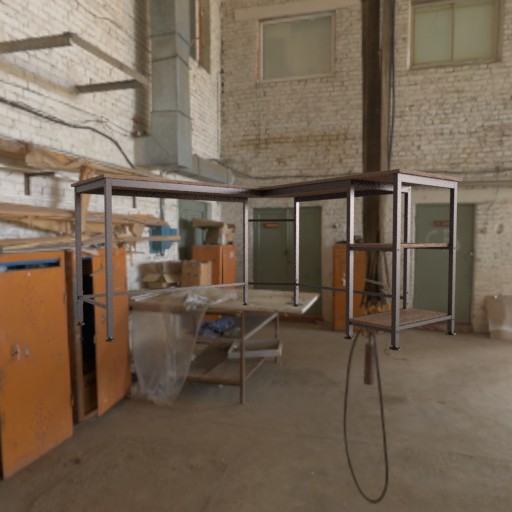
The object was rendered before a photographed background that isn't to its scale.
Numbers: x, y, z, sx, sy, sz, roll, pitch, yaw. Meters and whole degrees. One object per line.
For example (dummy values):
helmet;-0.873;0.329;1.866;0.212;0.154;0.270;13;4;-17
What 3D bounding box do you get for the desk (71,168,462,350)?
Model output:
desk;0.000;0.000;2.215;1.379;0.739;1.379;-2;3;-38
